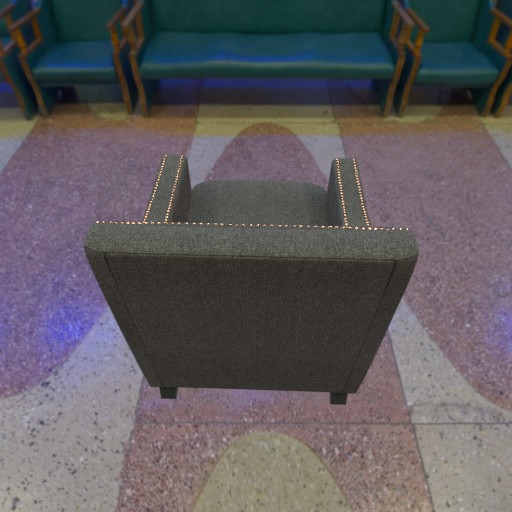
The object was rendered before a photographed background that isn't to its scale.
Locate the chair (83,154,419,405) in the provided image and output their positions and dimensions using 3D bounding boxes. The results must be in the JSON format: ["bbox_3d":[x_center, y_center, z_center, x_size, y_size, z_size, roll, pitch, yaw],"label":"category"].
[{"bbox_3d":[0.000,0.000,1.621,0.776,0.967,0.884,1,47,1],"label":"chair"}]
